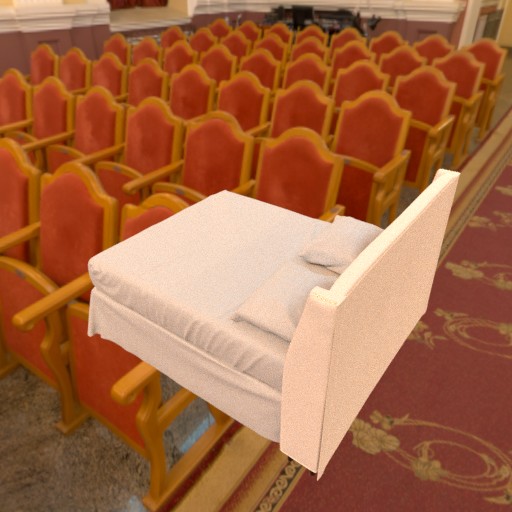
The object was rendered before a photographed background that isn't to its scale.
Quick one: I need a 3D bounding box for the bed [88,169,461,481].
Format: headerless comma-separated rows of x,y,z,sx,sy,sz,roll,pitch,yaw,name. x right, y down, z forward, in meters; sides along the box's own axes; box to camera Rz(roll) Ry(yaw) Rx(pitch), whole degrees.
0.000,0.000,3.426,2.276,1.332,1.925,21,38,30,bed
